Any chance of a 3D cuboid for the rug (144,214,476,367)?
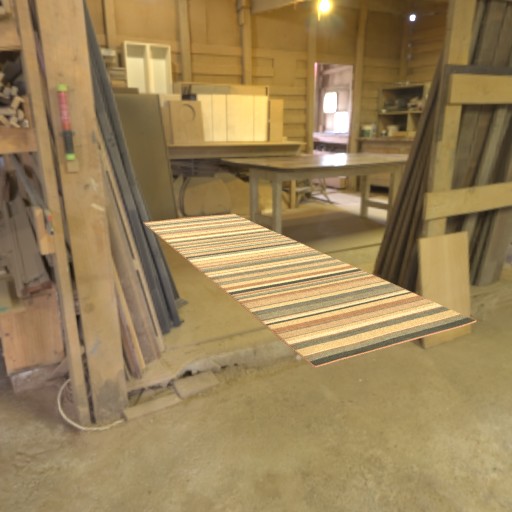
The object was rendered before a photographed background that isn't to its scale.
[{"bbox_3d":[0.000,0.000,2.678,0.799,0.010,2.444,-8,19,-25],"label":"rug"}]
